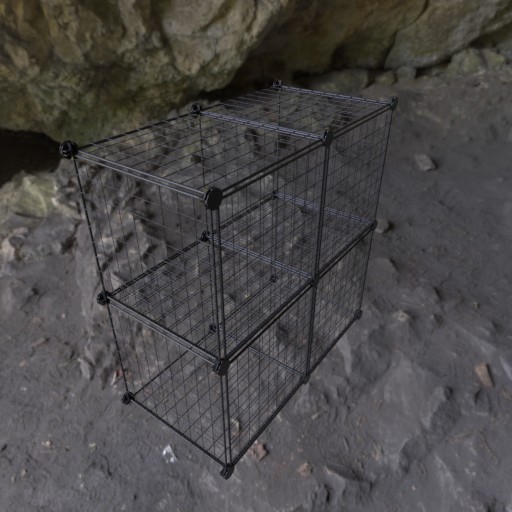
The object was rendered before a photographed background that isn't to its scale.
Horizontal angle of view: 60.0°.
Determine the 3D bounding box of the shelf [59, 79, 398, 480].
[{"bbox_3d":[0.000,0.000,1.136,0.356,0.711,0.711,22,39,30],"label":"shelf"}]
